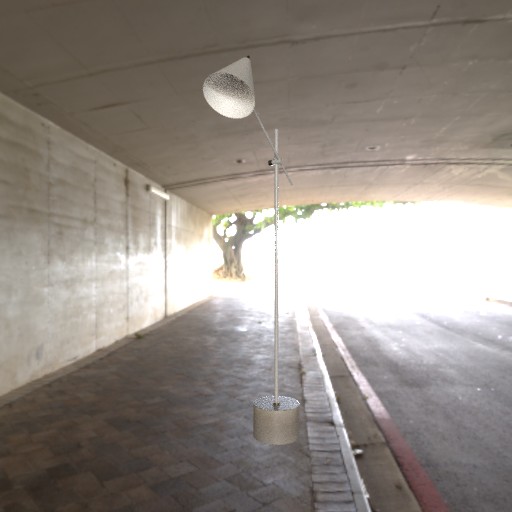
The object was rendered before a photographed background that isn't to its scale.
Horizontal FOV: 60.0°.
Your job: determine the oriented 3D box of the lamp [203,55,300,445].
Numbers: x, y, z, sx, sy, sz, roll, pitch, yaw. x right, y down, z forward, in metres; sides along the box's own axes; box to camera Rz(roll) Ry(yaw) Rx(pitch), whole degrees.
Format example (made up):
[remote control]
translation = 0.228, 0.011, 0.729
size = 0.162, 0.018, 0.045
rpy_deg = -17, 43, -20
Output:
[lamp]
translation = 0.000, 0.000, 1.637
size = 0.223, 1.430, 0.508
rpy_deg = 0, -1, 37
